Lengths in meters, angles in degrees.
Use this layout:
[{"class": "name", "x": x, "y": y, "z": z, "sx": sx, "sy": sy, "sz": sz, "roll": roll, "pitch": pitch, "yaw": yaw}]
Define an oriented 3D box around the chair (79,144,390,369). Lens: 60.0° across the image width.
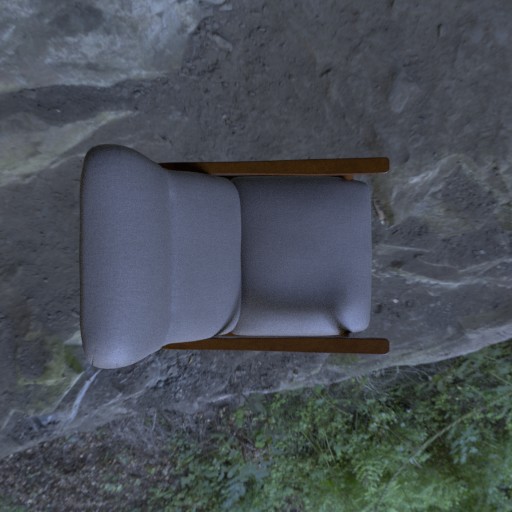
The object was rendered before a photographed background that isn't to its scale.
[{"class": "chair", "x": 0.000, "y": 0.000, "z": 1.788, "sx": 1.032, "sy": 1.082, "sz": 0.762, "roll": 0, "pitch": 90, "yaw": -1}]
